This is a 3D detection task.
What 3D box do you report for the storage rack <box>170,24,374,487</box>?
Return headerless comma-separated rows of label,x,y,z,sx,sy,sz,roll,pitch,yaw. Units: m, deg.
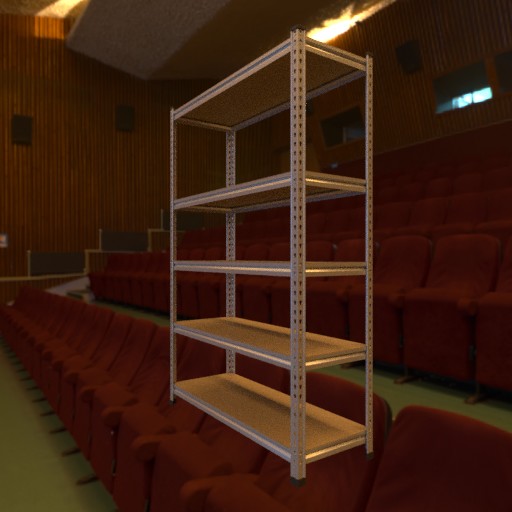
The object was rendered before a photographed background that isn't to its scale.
storage rack,0.000,0.000,2.375,0.457,1.829,1.219,0,0,-35
